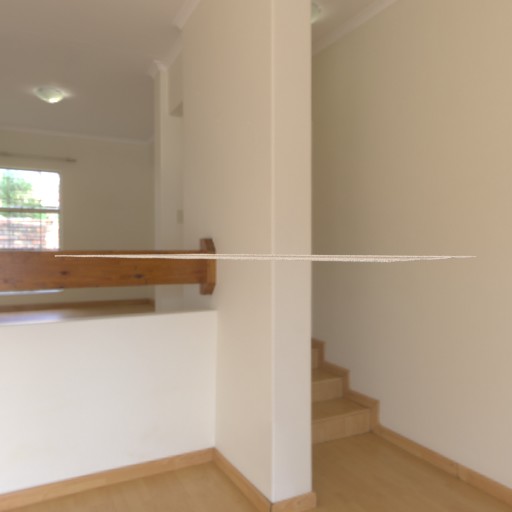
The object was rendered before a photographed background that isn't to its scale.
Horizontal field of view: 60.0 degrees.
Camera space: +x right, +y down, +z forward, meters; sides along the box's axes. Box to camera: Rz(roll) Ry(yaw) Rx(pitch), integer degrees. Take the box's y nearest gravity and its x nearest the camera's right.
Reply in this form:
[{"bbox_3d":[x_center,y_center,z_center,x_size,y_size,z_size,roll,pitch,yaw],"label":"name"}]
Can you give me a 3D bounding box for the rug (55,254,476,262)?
[{"bbox_3d":[0.000,0.000,3.010,2.440,0.012,1.522,1,1,37],"label":"rug"}]
